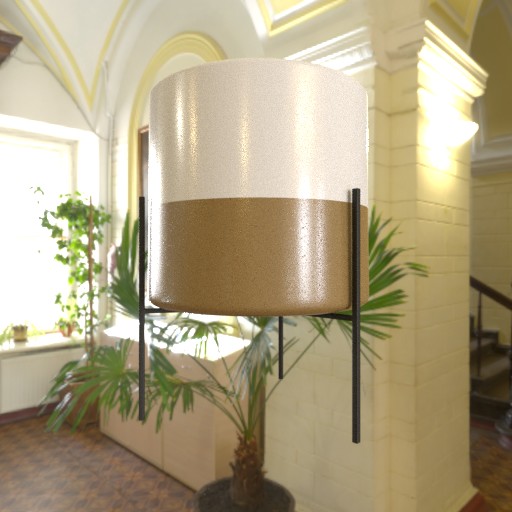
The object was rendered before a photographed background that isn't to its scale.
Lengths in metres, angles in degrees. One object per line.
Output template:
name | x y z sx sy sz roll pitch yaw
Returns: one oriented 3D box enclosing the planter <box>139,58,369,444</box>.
planter | 0.000 0.000 0.629 0.310 0.432 0.310 0 0 0
